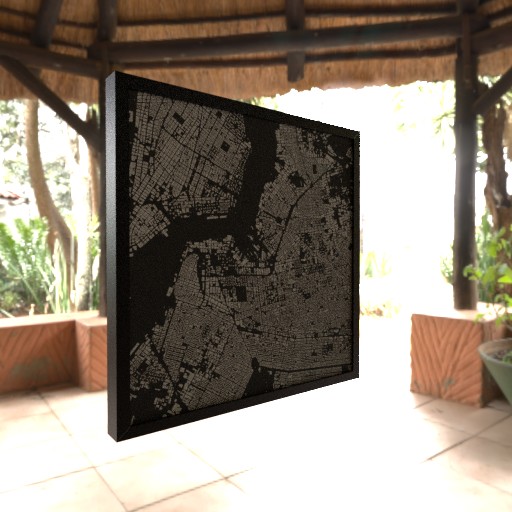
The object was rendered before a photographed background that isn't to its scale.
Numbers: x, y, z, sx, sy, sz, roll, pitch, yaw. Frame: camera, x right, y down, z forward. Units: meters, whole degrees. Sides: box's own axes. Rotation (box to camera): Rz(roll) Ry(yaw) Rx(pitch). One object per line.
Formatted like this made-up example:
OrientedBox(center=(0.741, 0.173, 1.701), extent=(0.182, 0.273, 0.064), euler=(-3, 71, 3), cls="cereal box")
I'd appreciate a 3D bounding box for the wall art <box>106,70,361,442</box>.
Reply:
OrientedBox(center=(0.000, 0.000, 0.770), extent=(0.506, 0.506, 0.038), euler=(-1, 1, -37), cls="wall art")
